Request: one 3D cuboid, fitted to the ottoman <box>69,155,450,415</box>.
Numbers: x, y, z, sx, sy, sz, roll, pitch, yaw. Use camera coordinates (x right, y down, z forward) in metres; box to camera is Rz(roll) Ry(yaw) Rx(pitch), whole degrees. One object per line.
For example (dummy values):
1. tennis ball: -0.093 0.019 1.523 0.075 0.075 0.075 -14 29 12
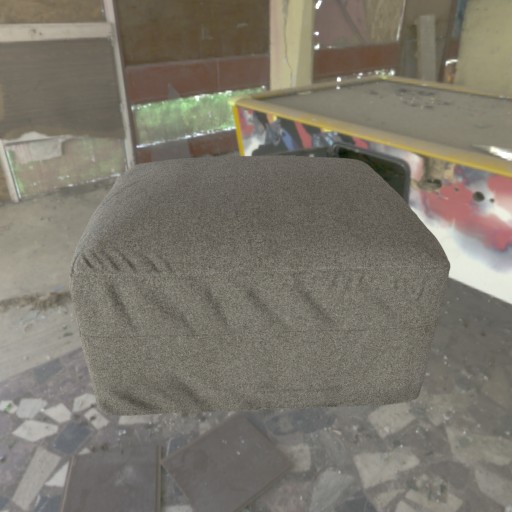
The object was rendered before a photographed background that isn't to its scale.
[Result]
1. ottoman: 0.000 0.000 1.240 0.837 0.481 0.683 -1 30 -2
